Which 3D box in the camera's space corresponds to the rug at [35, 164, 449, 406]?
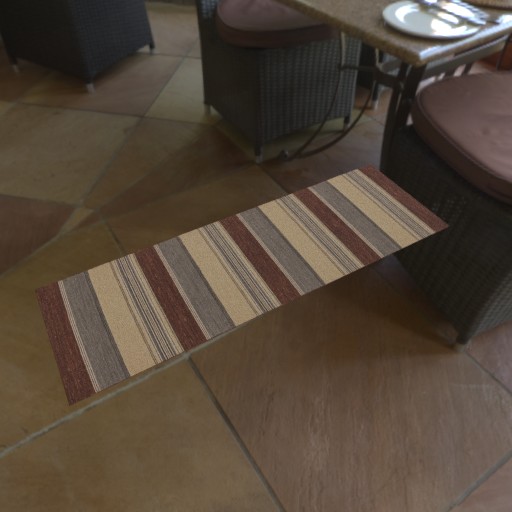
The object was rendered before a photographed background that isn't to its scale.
[{"bbox_3d":[0.000,0.000,2.695,2.437,0.006,0.792,-23,51,-20],"label":"rug"}]
